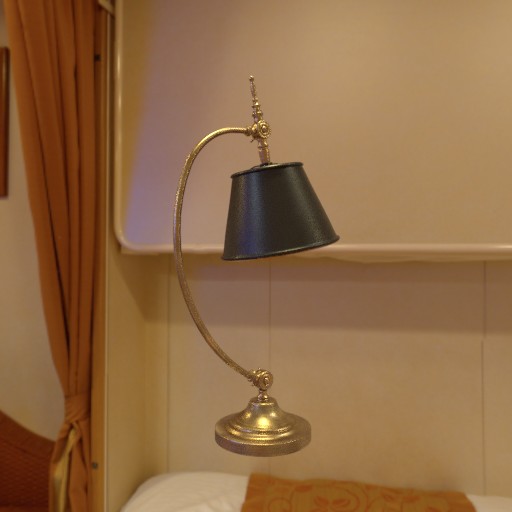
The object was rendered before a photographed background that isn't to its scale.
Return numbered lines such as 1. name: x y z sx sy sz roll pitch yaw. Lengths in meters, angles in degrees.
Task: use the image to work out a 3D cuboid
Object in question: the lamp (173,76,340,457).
1. lamp: 0.000 0.000 0.833 0.344 0.675 0.235 1 -1 -37
